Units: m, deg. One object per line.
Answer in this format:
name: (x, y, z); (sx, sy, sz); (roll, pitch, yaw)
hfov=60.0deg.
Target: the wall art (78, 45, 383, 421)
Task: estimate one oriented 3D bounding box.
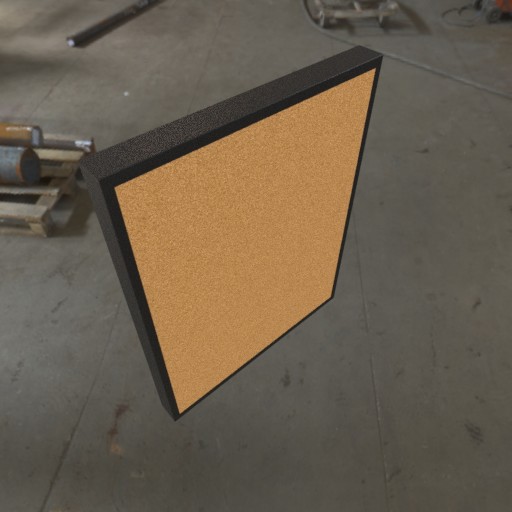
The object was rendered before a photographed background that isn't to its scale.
wall art: (0.000, 0.000, 0.491); (0.294, 0.369, 0.030); (-33, 55, -27)
